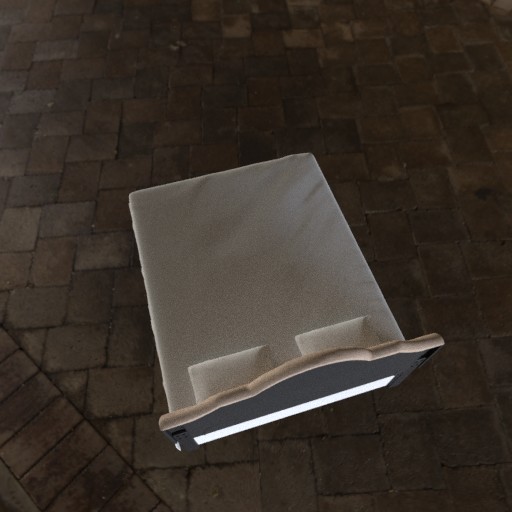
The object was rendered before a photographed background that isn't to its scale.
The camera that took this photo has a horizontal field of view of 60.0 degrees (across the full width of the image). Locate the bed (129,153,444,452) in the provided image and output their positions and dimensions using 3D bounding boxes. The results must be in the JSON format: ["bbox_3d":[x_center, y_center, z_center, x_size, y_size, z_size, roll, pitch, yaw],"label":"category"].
[{"bbox_3d":[0.000,0.000,3.004,1.667,1.194,1.970,-14,60,-8],"label":"bed"}]
